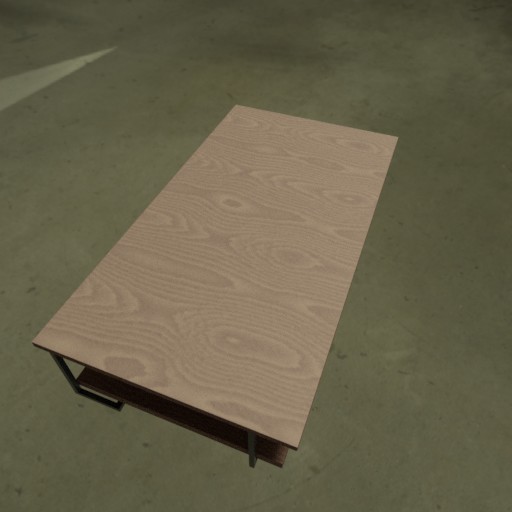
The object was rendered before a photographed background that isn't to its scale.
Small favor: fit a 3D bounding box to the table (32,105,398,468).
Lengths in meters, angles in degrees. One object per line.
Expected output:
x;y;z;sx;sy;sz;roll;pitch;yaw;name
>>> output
0.000;0.000;1.455;0.651;0.347;1.197;16;49;15;table
